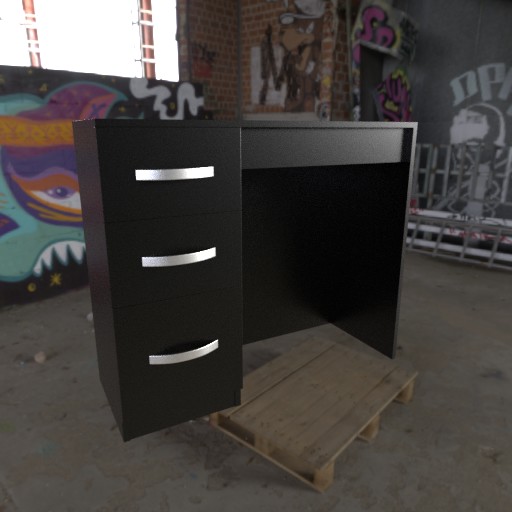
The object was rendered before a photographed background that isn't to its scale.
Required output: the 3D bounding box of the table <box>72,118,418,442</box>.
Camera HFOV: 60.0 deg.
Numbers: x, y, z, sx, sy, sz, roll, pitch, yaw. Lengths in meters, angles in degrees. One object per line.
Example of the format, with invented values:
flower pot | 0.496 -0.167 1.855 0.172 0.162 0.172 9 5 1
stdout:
table | 0.000 0.000 1.363 0.930 0.790 0.380 -8 18 -27
